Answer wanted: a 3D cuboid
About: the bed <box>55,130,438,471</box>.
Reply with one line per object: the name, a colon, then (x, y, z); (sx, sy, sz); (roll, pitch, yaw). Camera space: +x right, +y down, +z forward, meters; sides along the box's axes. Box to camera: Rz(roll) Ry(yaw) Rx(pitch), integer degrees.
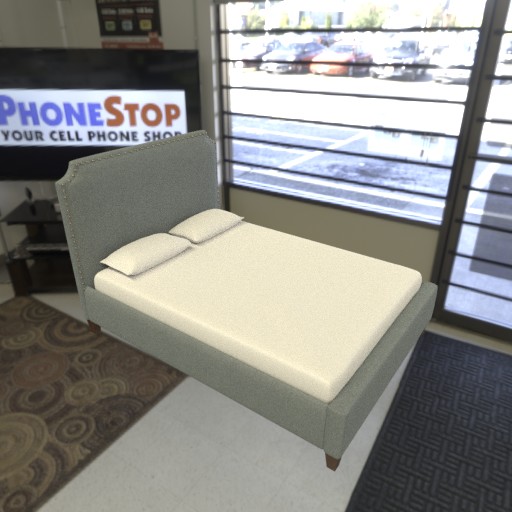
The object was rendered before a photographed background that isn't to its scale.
bed: (0.000, 0.000, 3.420); (2.372, 1.443, 1.712); (18, 32, 32)
